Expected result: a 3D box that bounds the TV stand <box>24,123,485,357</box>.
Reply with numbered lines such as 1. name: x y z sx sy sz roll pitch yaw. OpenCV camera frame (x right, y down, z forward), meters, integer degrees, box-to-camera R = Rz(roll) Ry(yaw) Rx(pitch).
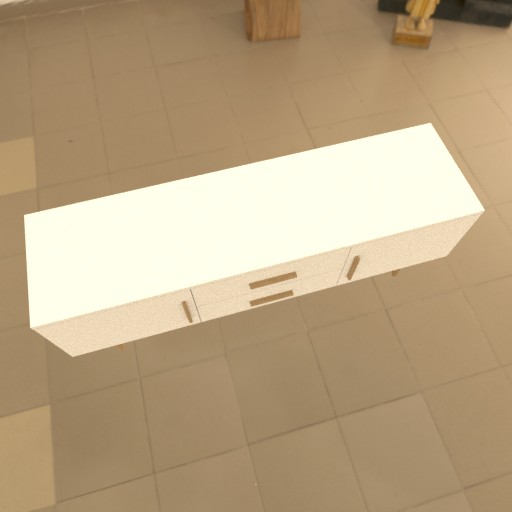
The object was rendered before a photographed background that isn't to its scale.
1. TV stand: 0.000 0.000 1.638 1.398 0.560 0.401 -14 64 -7
